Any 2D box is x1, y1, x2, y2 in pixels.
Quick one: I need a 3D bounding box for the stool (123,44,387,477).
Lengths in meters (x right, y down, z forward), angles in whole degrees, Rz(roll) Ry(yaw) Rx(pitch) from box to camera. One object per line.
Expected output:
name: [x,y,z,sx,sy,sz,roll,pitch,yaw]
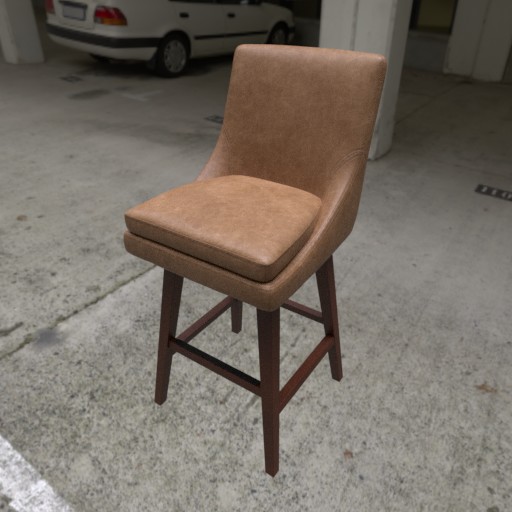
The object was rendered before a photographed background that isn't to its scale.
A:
stool: [0.000,0.000,1.312,0.487,1.079,0.572,20,36,29]
